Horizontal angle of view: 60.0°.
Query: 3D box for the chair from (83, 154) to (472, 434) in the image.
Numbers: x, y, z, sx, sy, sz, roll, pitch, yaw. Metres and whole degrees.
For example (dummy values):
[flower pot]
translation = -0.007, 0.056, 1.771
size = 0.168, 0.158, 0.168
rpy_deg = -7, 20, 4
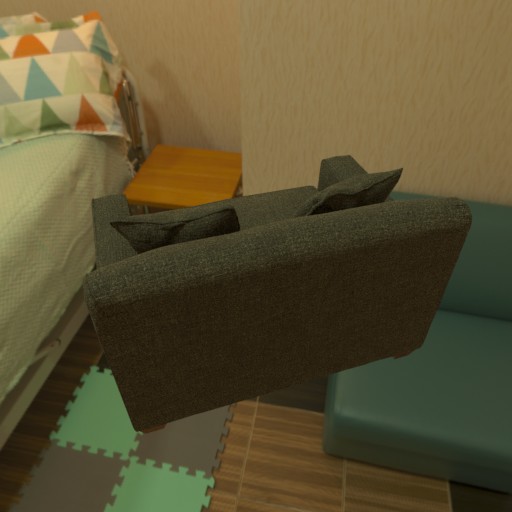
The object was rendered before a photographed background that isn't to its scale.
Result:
[chair]
translation = 0.000, 0.000, 2.064
size = 1.383, 0.948, 1.000
rpy_deg = -12, 43, -13
